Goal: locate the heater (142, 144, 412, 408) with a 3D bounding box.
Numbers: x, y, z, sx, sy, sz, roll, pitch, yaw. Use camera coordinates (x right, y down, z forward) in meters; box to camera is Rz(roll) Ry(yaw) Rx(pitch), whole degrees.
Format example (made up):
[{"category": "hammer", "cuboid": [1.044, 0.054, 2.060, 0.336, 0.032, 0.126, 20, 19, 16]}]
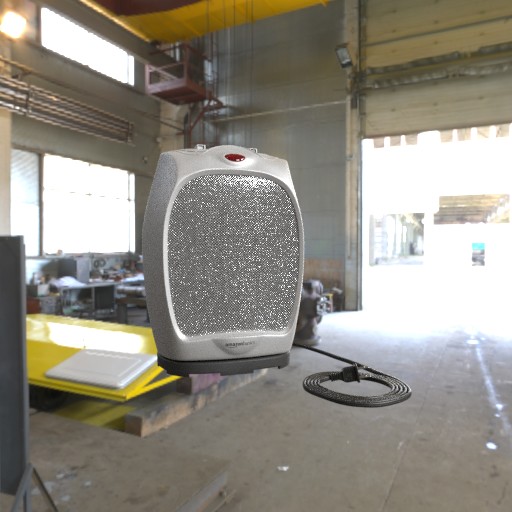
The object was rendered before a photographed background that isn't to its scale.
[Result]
[{"category": "heater", "cuboid": [0.000, 0.000, 0.490, 0.239, 0.255, 0.291, 0, 1, -18]}]
